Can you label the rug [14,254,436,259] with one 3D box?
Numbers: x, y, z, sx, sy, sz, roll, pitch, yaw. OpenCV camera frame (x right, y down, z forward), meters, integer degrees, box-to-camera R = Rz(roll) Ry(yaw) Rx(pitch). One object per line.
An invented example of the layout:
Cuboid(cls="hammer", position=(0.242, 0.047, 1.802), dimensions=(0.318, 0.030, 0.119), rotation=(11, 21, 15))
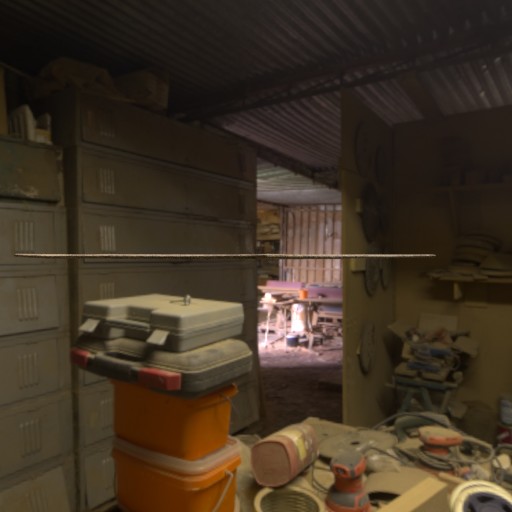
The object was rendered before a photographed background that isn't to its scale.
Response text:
Cuboid(cls="rug", position=(0.000, 0.000, 4.099), dimensions=(2.414, 0.036, 3.199), rotation=(0, 0, 36))
